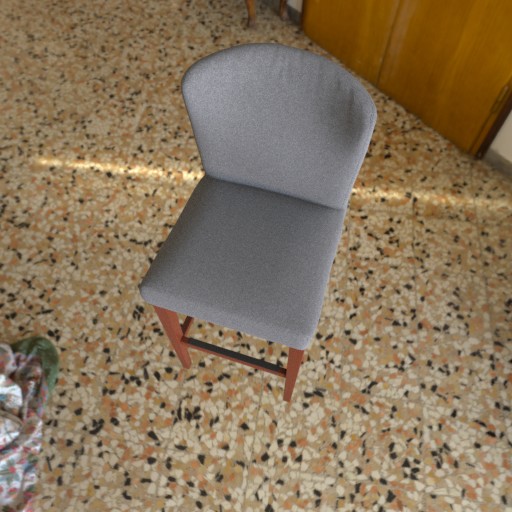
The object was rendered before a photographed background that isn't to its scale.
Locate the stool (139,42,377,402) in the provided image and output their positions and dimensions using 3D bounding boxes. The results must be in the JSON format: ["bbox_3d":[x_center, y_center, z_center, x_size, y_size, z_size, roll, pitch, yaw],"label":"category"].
[{"bbox_3d":[0.000,0.000,1.376,0.481,1.069,0.568,15,59,10],"label":"stool"}]
